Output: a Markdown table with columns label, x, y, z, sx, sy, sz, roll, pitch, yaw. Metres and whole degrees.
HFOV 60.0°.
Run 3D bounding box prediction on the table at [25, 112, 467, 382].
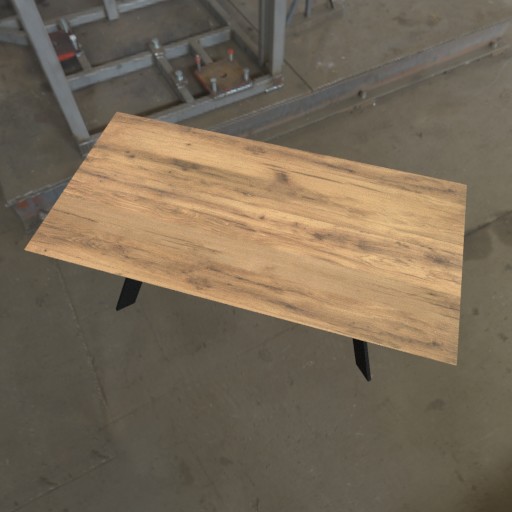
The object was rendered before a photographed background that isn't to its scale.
| label | x | y | z | sx | sy | sz | roll | pitch | yaw |
| --- | --- | --- | --- | --- | --- | --- | --- | --- | --- |
| table | 0.000 | 0.000 | 2.537 | 2.000 | 0.770 | 1.000 | 14 | 59 | 8 |
